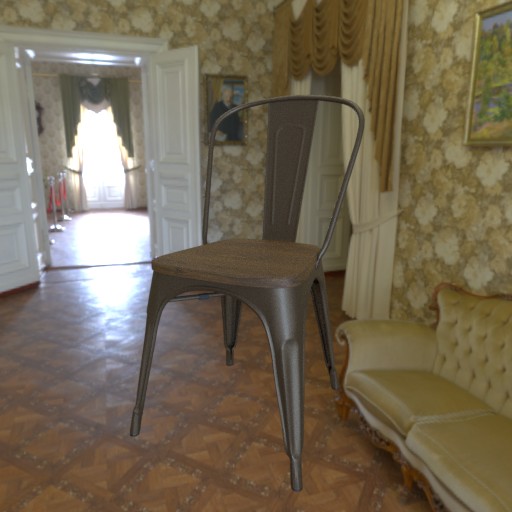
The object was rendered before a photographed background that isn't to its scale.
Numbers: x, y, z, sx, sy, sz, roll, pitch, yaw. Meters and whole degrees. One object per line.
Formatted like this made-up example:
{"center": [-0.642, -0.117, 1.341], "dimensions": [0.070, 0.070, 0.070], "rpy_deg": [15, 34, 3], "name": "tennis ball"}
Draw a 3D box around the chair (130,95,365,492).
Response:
{"center": [0.000, 0.000, 1.143], "dimensions": [0.451, 0.844, 0.532], "rpy_deg": [6, 14, 25], "name": "chair"}
